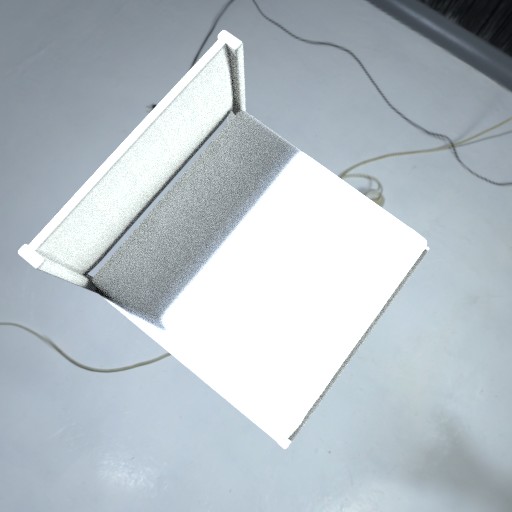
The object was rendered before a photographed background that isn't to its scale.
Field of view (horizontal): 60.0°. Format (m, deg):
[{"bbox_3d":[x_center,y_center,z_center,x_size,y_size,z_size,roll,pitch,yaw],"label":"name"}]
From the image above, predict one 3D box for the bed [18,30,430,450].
[{"bbox_3d":[0.000,0.000,3.615,2.280,1.470,2.140,37,80,8],"label":"bed"}]
